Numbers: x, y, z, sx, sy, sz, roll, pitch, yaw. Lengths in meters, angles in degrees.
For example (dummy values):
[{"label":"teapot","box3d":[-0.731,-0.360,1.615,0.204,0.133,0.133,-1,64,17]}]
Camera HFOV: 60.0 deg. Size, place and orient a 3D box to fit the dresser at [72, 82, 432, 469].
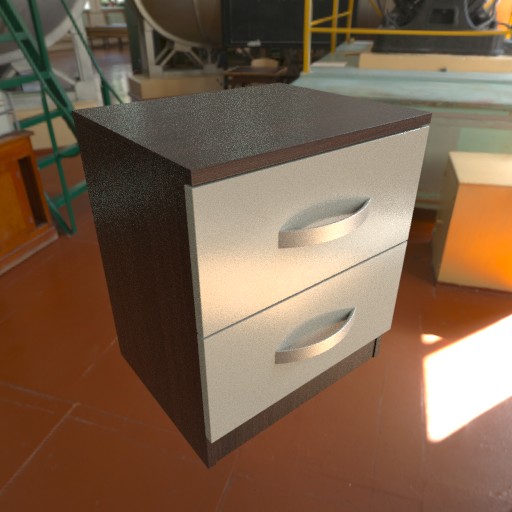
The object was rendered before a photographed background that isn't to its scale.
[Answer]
[{"label":"dresser","box3d":[0.000,0.000,0.748,0.400,0.470,0.360,-22,36,-32]}]
